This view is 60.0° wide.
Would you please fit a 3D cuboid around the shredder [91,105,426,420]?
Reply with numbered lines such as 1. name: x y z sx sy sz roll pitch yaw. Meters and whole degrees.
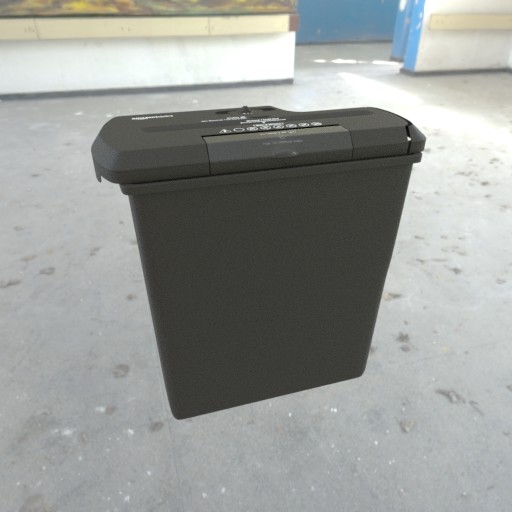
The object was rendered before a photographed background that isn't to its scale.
1. shredder: 0.000 0.000 0.530 0.320 0.335 0.170 -9 33 -14
